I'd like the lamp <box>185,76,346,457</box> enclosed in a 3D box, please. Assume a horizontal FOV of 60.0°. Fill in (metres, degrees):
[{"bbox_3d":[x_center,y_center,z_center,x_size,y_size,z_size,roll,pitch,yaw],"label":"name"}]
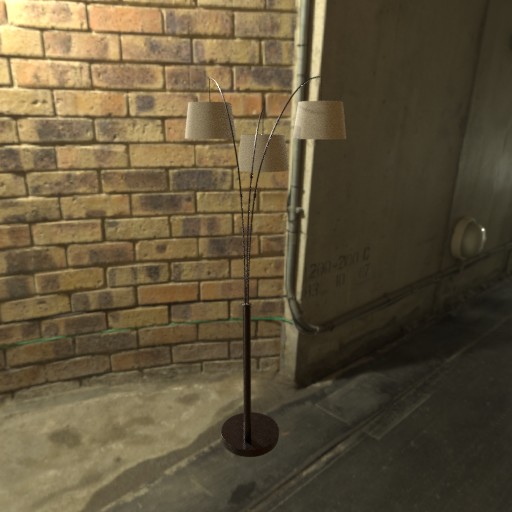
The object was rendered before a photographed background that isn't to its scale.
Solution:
[{"bbox_3d":[0.000,0.000,2.510,0.951,1.950,0.924,3,16,9],"label":"lamp"}]
